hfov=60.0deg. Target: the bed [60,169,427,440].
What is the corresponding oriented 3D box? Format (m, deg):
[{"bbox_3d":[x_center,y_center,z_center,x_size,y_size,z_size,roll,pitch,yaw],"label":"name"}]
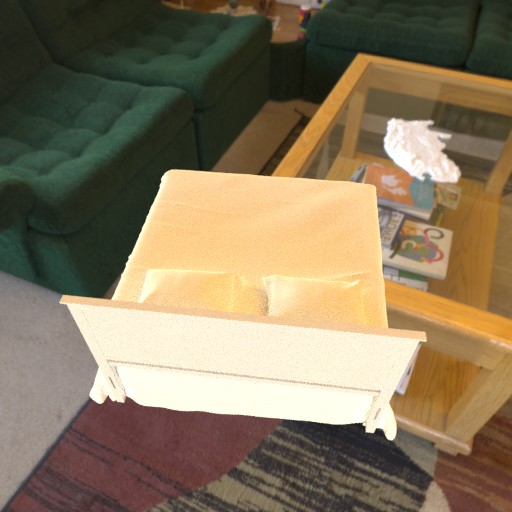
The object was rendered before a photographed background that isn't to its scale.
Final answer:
[{"bbox_3d":[0.000,0.000,3.577,2.317,1.273,2.215,5,47,5],"label":"bed"}]
